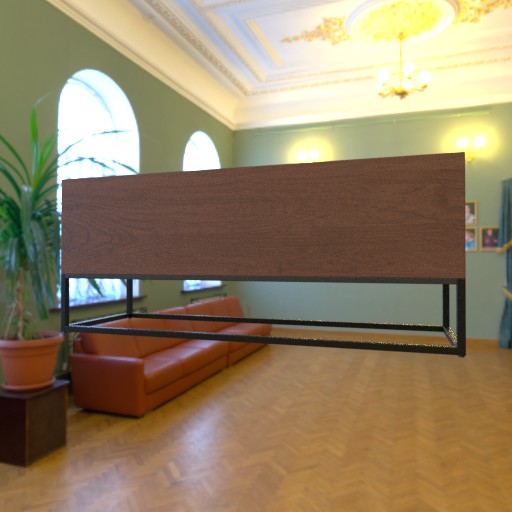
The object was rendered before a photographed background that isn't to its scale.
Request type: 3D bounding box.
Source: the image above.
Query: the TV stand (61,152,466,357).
[{"bbox_3d":[0.000,0.000,1.454,1.200,0.500,0.415,0,-1,18],"label":"TV stand"}]
